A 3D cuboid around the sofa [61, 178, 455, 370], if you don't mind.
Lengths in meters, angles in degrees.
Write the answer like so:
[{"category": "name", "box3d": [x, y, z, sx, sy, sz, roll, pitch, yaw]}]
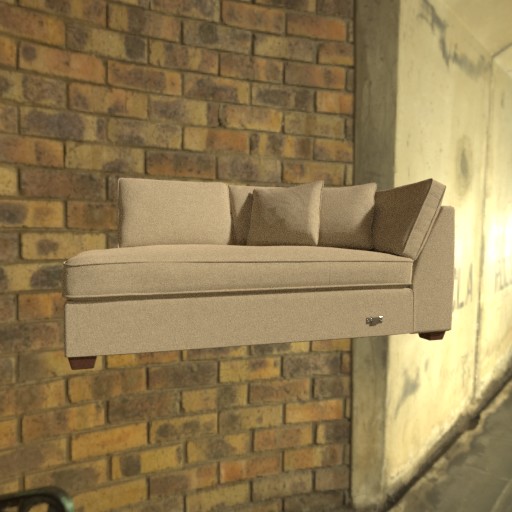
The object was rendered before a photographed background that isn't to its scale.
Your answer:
[{"category": "sofa", "box3d": [0.000, 0.000, 2.861, 2.237, 1.033, 1.110, -1, 2, -17]}]
